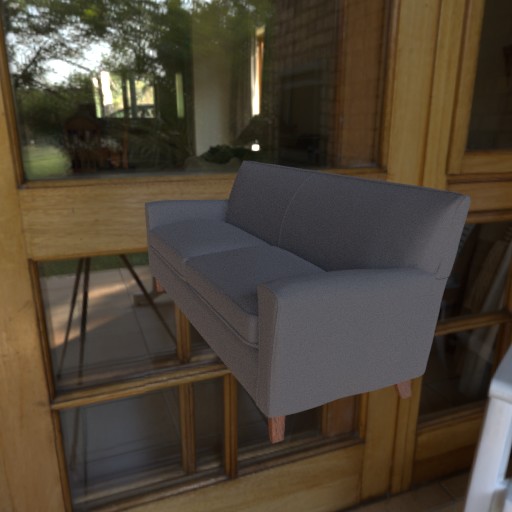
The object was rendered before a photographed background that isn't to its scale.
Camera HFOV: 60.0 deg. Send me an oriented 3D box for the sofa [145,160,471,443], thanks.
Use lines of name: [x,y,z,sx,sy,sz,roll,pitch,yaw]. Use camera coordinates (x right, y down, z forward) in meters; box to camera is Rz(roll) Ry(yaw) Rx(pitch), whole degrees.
sofa: [0.000,0.000,2.467,0.843,0.907,2.002,-8,18,-25]
